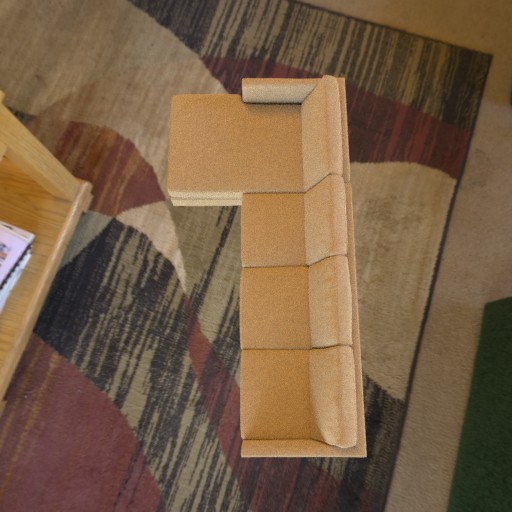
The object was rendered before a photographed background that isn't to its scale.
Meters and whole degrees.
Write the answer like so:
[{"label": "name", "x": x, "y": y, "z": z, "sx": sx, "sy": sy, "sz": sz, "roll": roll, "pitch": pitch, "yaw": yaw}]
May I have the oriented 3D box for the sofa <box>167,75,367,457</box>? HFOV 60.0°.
[{"label": "sofa", "x": 0.000, "y": 0.000, "z": 3.857, "sx": 1.625, "sy": 0.846, "sz": 3.186, "roll": 0, "pitch": 77, "yaw": 0}]
